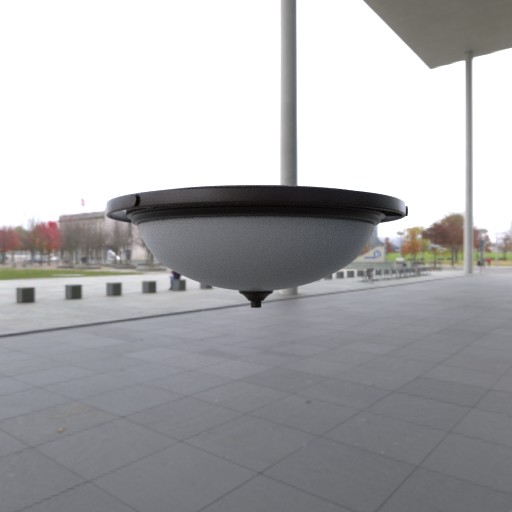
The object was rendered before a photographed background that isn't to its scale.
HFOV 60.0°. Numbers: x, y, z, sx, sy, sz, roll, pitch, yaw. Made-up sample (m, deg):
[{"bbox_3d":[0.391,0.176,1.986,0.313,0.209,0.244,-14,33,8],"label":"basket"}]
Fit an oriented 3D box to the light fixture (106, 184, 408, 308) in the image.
[{"bbox_3d":[0.000,0.000,0.564,0.361,0.130,0.361,0,0,0],"label":"light fixture"}]
